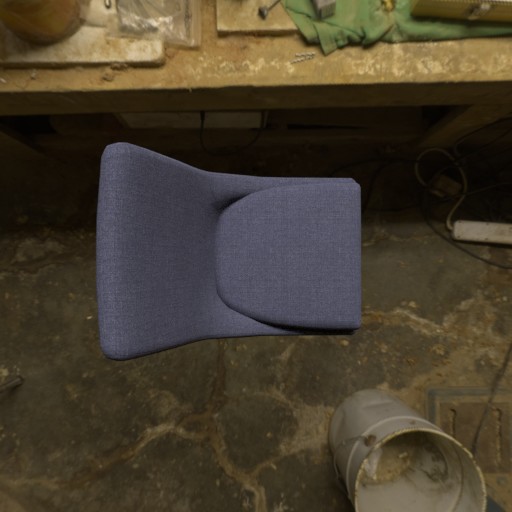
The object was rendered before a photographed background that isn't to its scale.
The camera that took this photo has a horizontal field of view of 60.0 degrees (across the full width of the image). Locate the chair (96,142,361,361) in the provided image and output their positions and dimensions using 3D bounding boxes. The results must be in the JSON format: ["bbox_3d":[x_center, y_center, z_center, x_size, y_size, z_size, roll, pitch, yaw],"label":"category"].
[{"bbox_3d":[0.000,0.000,1.368,0.655,0.952,0.508,0,89,0],"label":"chair"}]
